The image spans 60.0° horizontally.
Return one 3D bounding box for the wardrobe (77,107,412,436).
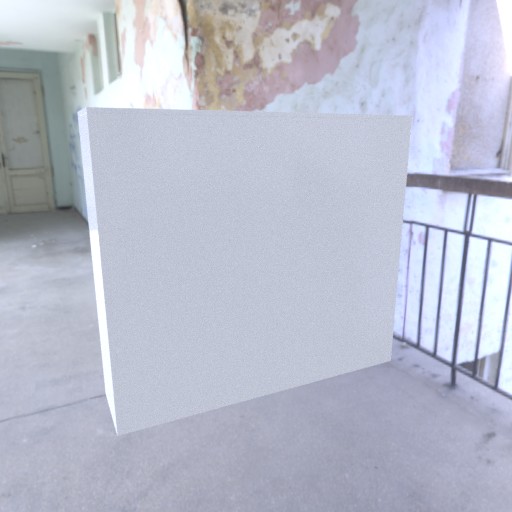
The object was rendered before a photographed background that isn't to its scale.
[{"bbox_3d":[0.000,0.000,1.965,1.340,1.200,0.360,-7,17,-25],"label":"wardrobe"}]
